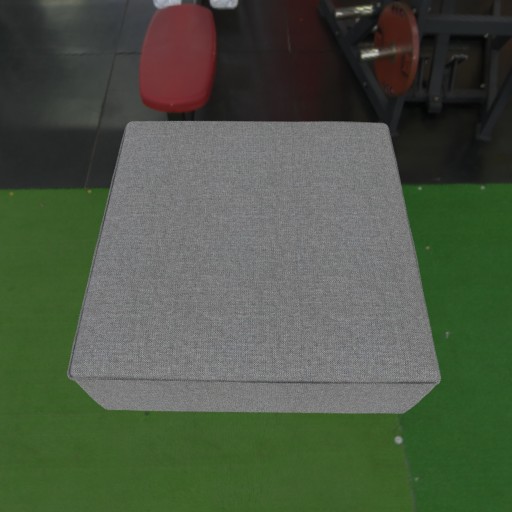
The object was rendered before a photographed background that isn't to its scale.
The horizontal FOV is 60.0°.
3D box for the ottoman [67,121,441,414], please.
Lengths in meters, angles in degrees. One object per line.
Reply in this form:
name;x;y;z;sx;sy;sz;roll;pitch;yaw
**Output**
ottoman;0.000;0.000;1.577;1.023;0.423;1.017;1;58;1
